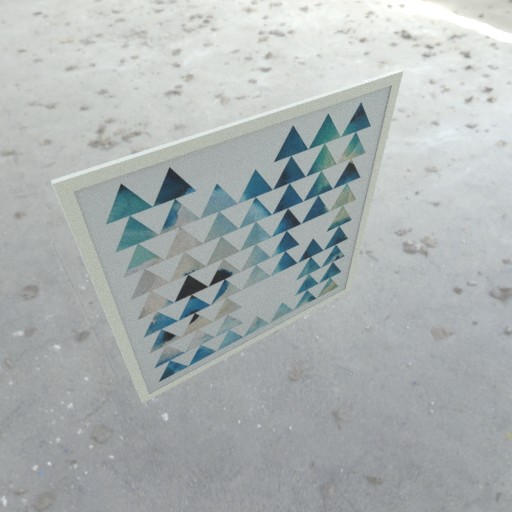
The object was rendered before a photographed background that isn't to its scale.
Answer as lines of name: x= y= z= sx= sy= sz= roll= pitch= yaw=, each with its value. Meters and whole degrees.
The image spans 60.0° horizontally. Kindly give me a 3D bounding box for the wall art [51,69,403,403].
wall art: x=0.000 y=0.000 z=1.183 sx=0.809 sy=0.809 sz=0.012 roll=-25 pitch=51 yaw=-22
